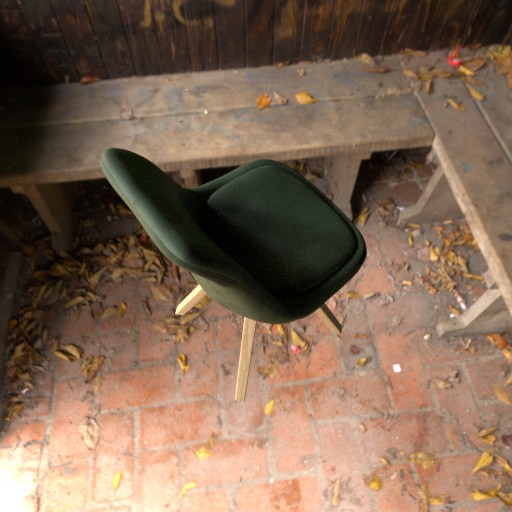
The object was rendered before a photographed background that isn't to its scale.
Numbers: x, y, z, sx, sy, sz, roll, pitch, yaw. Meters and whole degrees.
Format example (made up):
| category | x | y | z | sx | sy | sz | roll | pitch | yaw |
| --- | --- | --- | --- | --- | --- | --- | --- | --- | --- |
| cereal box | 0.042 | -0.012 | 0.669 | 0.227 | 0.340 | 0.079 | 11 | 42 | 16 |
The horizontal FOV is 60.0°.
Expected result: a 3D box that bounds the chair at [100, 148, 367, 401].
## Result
| category | x | y | z | sx | sy | sz | roll | pitch | yaw |
| --- | --- | --- | --- | --- | --- | --- | --- | --- | --- |
| chair | 0.000 | 0.000 | 1.216 | 0.547 | 0.865 | 0.483 | -32 | 63 | -18 |
